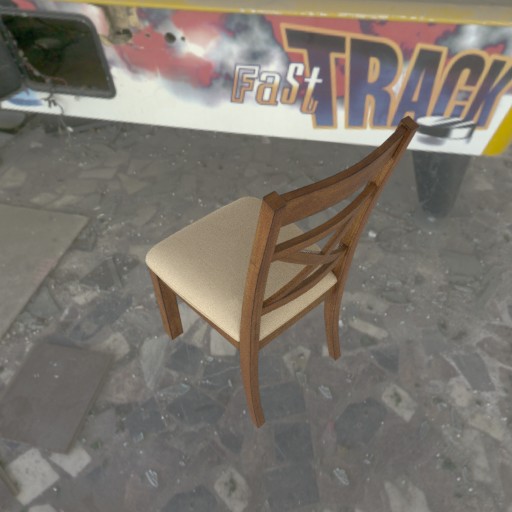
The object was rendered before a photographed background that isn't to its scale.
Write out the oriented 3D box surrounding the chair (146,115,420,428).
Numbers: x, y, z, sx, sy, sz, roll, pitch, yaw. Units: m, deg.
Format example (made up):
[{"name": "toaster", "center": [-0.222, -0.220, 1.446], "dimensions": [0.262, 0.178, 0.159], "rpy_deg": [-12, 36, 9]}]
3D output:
[{"name": "chair", "center": [0.000, 0.000, 1.296], "dimensions": [0.461, 0.949, 0.581], "rpy_deg": [-32, 54, -27]}]
